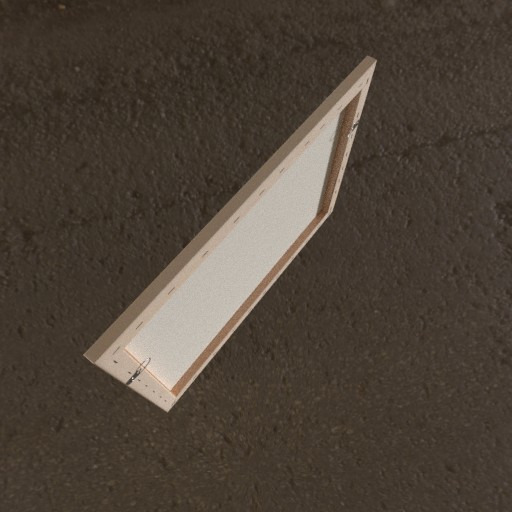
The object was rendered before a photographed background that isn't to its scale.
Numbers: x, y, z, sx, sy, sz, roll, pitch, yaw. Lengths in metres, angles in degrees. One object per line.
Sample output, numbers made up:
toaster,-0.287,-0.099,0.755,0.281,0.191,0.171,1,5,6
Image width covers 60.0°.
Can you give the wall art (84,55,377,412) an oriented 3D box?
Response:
wall art,0.000,0.000,1.616,0.042,0.912,1.219,35,69,16
